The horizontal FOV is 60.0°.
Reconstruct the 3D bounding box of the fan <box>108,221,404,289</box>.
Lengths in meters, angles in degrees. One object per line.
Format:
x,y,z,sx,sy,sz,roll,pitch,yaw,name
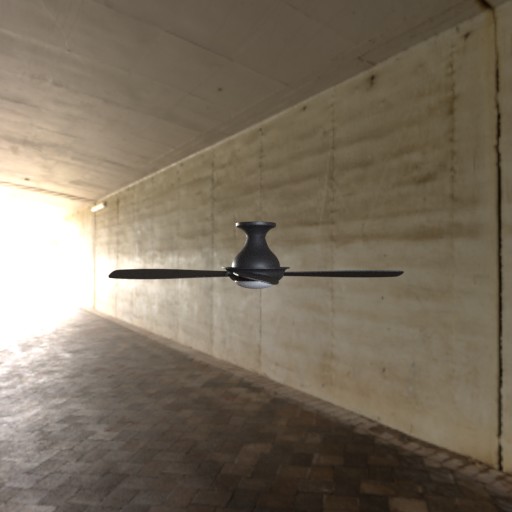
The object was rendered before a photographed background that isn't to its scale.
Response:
0.000,0.000,2.579,1.694,0.382,1.694,0,-1,0,fan
